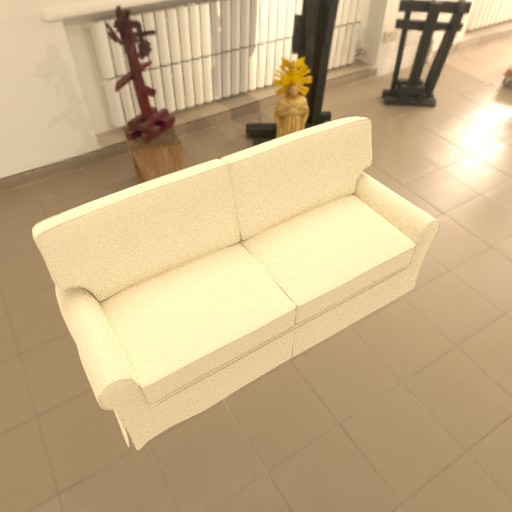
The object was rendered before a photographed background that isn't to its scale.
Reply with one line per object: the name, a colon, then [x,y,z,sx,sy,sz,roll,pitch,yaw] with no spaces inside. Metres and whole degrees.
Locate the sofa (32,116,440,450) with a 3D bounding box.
sofa: [0.000,0.000,2.433,2.021,0.937,0.862,-24,50,-22]
